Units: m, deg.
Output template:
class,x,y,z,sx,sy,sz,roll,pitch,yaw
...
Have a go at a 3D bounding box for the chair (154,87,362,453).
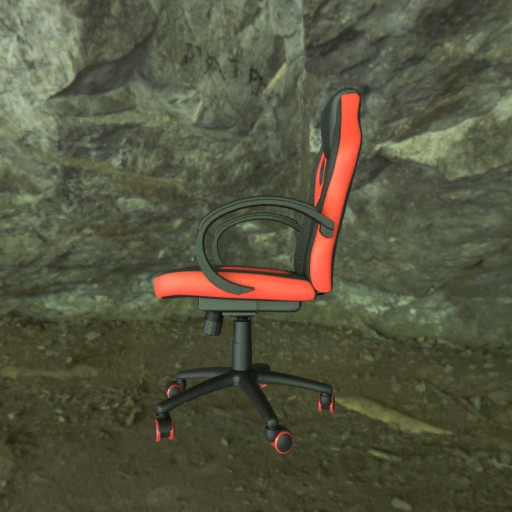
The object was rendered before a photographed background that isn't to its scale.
class,x,y,z,sx,sy,sz,roll,pitch,yaw
chair,0.000,0.000,1.429,0.642,1.016,0.600,0,0,-1
